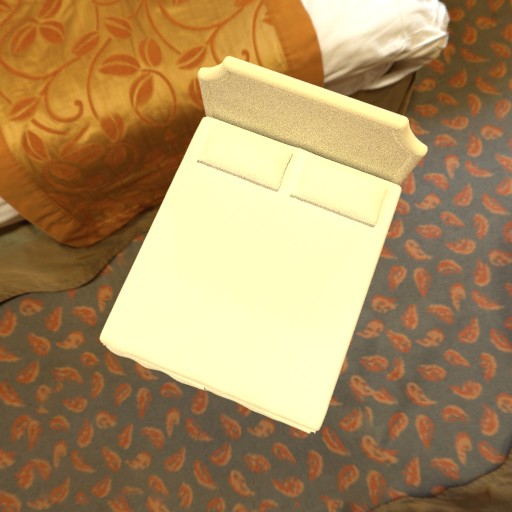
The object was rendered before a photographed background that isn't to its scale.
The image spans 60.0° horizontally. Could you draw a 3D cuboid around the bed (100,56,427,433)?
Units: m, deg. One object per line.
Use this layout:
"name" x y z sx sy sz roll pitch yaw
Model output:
"bed" 0.000 0.000 4.194 2.350 1.590 2.773 21 77 5
